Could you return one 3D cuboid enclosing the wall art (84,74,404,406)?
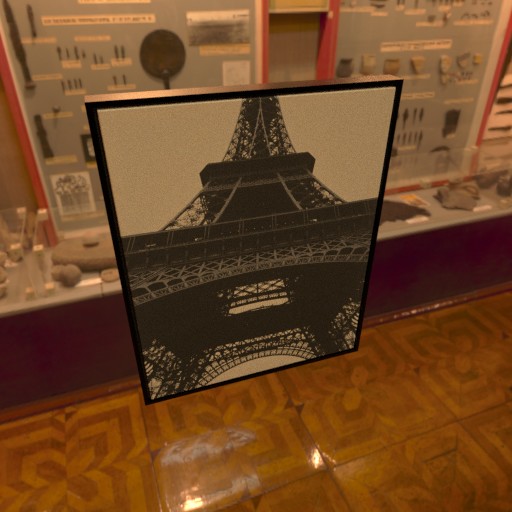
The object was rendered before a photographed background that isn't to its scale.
[{"bbox_3d":[0.000,0.000,0.760,0.451,0.553,0.039,-10,34,-16],"label":"wall art"}]
